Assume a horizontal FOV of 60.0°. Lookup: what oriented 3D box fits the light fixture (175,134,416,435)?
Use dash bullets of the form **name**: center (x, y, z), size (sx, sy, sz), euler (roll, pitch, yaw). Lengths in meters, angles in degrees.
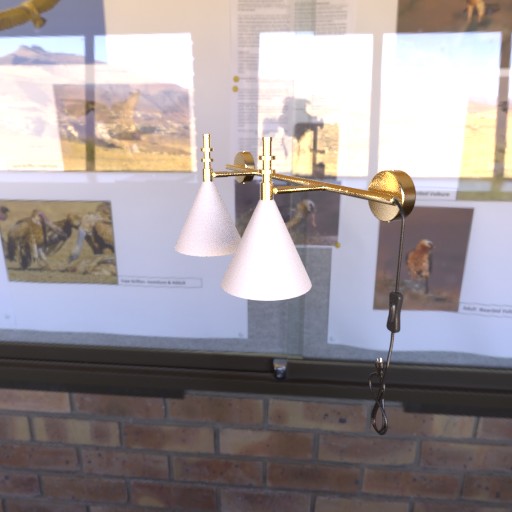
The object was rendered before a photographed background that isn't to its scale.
- **light fixture**: center (0.000, 0.000, 0.890), size (0.239, 0.468, 0.642), euler (-8, 18, -25)
